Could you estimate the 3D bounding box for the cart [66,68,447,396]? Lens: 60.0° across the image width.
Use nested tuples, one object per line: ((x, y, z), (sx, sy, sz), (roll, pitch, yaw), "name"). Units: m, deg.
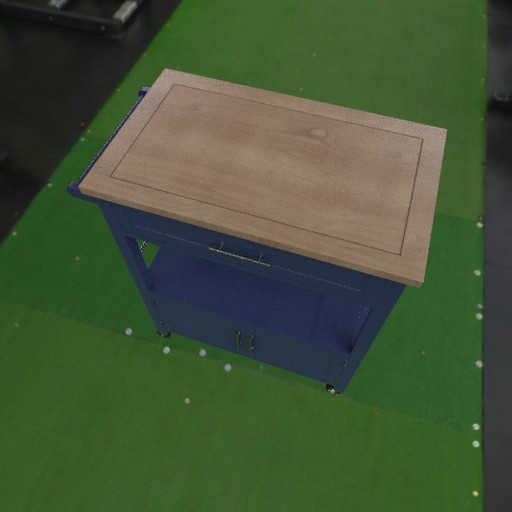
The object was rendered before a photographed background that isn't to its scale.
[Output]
((0.000, 0.000, 1.427), (0.840, 0.901, 0.459), (16, 59, 10), "cart")
